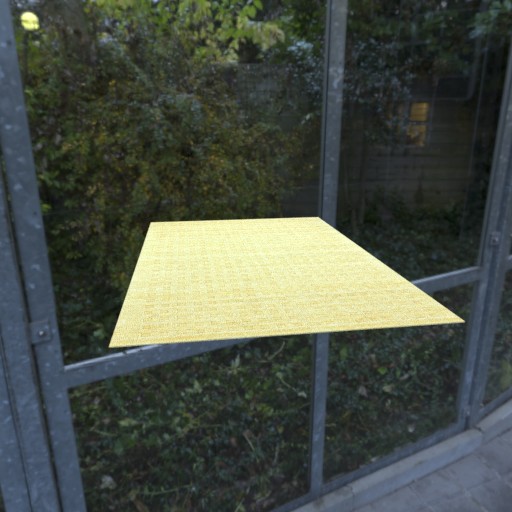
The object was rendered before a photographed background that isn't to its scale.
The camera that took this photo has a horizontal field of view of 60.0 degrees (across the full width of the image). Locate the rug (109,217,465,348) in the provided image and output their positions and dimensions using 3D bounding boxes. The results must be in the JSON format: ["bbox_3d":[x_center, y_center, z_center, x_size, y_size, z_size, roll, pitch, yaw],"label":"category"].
[{"bbox_3d":[0.000,0.000,2.938,1.524,0.006,2.286,-3,17,-8],"label":"rug"}]
